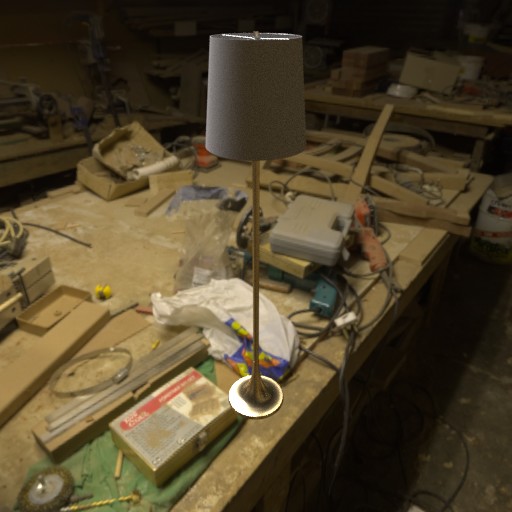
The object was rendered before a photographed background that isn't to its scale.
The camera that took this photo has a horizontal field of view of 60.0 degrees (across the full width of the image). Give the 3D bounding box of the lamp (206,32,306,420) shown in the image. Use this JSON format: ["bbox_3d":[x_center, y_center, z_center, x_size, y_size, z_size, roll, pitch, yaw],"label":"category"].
[{"bbox_3d":[0.000,0.000,1.707,0.337,1.543,0.337,0,30,0],"label":"lamp"}]
